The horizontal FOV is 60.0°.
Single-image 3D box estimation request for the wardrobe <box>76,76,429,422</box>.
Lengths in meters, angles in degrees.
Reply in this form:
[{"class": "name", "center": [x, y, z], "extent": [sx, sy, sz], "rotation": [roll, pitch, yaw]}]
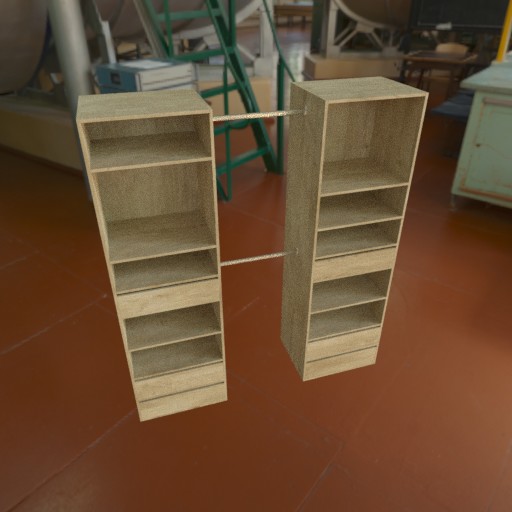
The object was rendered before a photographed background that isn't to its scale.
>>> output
[{"class": "wardrobe", "center": [0.000, 0.000, 2.853], "extent": [1.770, 2.000, 0.480], "rotation": [-9, 33, -15]}]
